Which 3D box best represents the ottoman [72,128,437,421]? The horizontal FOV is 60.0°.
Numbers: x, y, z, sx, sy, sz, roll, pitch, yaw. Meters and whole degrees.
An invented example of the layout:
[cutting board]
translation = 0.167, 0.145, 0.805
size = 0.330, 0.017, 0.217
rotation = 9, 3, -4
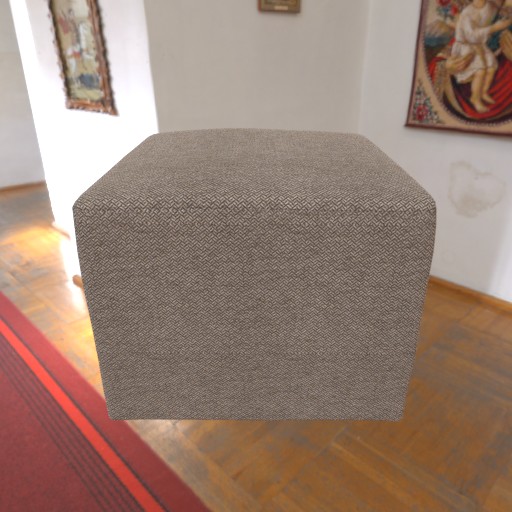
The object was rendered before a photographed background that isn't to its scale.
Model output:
[ottoman]
translation = 0.000, 0.000, 0.899
size = 0.512, 0.453, 0.519
rotation = 0, 26, 0
